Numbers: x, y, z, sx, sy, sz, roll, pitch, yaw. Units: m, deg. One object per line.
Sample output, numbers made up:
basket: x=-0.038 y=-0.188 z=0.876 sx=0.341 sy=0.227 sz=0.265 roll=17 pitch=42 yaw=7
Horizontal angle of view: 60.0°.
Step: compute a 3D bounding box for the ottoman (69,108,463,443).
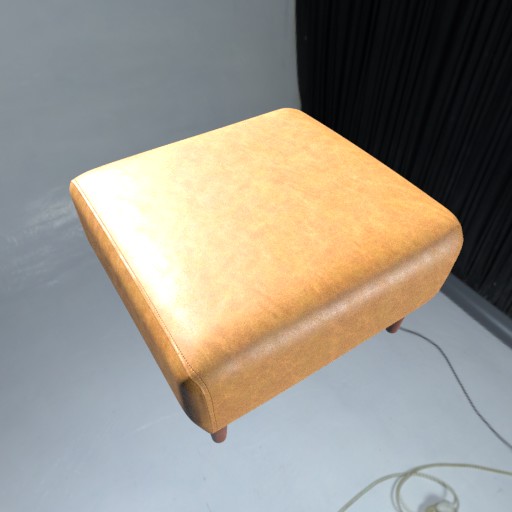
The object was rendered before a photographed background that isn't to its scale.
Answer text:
ottoman: x=0.000 y=0.000 z=1.070 sx=0.650 sy=0.399 sz=0.650 roll=-25 pitch=50 yaw=-22
